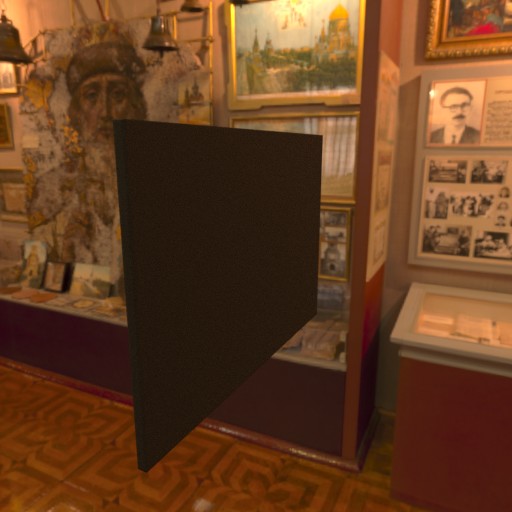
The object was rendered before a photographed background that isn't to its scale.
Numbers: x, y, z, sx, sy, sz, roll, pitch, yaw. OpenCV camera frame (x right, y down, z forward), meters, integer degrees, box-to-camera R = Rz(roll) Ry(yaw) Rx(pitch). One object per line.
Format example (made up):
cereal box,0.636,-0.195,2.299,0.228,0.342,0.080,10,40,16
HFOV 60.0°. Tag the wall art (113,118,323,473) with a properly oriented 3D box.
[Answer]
wall art,0.000,0.000,1.199,0.026,0.656,0.958,7,15,27
